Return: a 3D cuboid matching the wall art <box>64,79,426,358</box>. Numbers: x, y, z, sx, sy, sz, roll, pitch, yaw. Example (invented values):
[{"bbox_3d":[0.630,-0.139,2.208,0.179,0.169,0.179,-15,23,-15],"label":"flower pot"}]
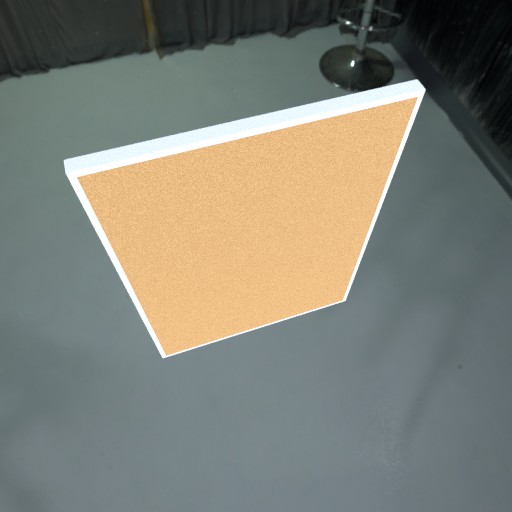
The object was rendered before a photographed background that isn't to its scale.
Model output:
[{"bbox_3d":[0.000,0.000,1.596,0.914,1.221,0.046,-16,59,-10],"label":"wall art"}]
